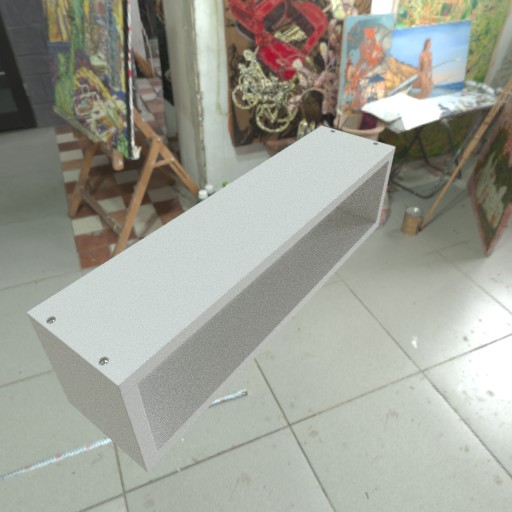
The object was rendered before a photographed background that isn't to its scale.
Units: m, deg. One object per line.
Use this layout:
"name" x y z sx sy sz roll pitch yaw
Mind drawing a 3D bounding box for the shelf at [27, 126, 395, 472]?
"shelf" 0.000 0.000 0.677 0.150 0.170 0.610 26 46 28
